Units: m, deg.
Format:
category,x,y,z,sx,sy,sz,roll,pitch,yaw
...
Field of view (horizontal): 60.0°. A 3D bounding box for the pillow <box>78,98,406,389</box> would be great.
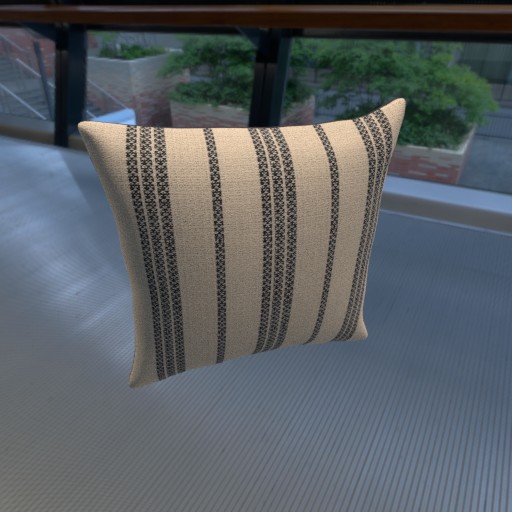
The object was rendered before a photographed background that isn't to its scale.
category,x,y,z,sx,sy,sz,roll,pitch,yaw
pillow,0.000,0.000,0.626,0.405,0.406,0.173,-9,32,-14
